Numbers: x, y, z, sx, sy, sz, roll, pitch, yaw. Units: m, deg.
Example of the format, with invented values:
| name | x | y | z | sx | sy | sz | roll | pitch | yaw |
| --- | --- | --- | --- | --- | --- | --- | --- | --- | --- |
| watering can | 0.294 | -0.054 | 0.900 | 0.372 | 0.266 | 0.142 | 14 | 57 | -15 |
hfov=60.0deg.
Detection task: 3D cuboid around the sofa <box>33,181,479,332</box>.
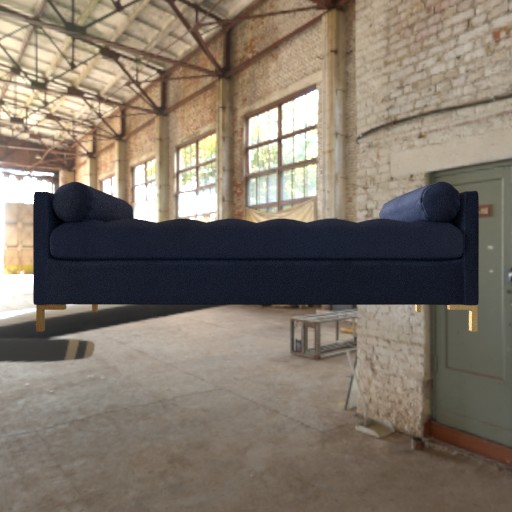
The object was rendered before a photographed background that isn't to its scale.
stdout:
| name | x | y | z | sx | sy | sz | roll | pitch | yaw |
| --- | --- | --- | --- | --- | --- | --- | --- | --- | --- |
| sofa | 0.000 | 0.000 | 2.432 | 2.102 | 0.705 | 0.796 | 0 | 0 | 0 |
